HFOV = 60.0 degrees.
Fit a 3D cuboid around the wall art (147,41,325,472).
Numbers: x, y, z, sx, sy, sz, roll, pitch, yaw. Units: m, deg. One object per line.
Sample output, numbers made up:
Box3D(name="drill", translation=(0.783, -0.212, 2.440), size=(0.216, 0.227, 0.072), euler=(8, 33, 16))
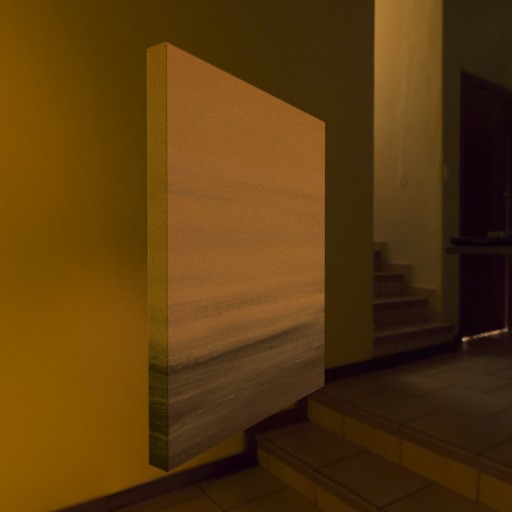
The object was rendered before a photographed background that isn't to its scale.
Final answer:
Box3D(name="wall art", translation=(0.000, 0.000, 0.836), size=(0.040, 0.608, 0.489), euler=(1, 1, 35))
